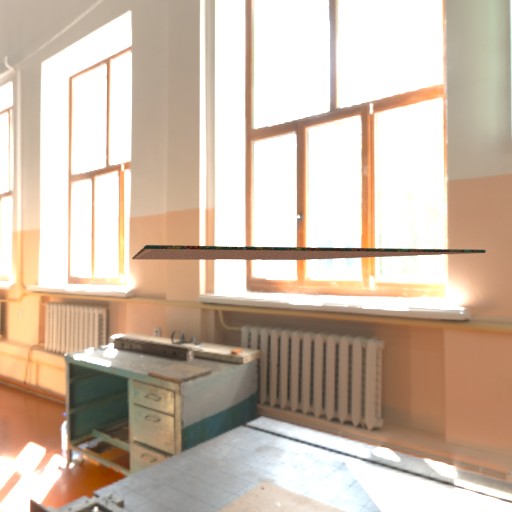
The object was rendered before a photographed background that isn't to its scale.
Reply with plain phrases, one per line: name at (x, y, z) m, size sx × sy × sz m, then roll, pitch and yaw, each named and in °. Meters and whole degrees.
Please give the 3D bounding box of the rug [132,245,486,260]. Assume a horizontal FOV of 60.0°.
rug at (0.000, 0.000, 2.913) m, size 1.527 × 0.016 × 2.290 m, roll 0°, pitch -1°, yaw -17°
